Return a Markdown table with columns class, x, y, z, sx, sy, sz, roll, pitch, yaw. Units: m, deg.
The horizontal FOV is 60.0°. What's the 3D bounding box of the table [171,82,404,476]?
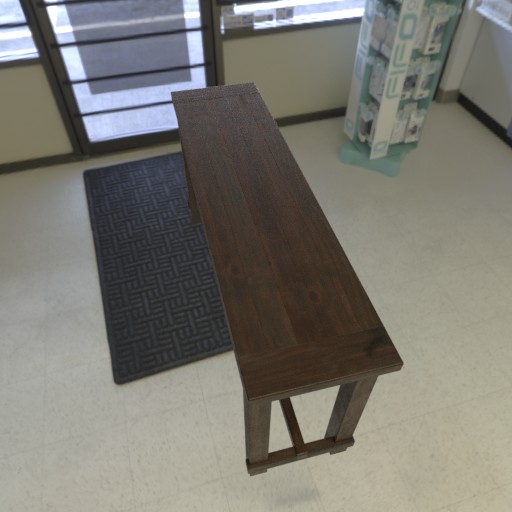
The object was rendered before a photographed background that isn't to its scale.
| class | x | y | z | sx | sy | sz | roll | pitch | yaw |
| --- | --- | --- | --- | --- | --- | --- | --- | --- | --- |
| table | 0.000 | 0.000 | 1.911 | 0.442 | 0.762 | 1.599 | -10 | 48 | -10 |
